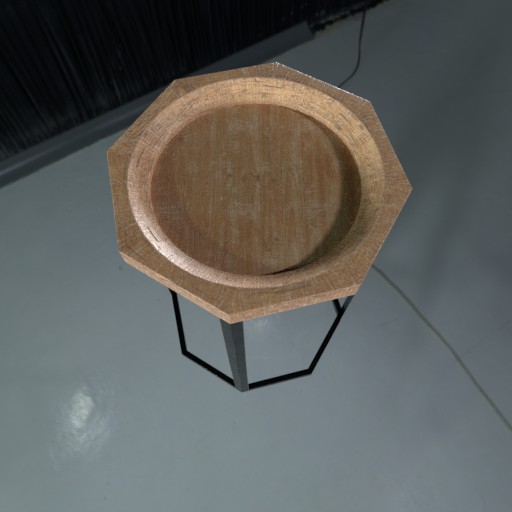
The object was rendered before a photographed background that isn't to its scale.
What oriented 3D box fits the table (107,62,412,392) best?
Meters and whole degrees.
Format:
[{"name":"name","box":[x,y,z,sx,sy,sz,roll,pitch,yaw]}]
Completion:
[{"name":"table","box":[0.000,0.000,0.874,0.437,0.553,0.437,-33,68,-15]}]
